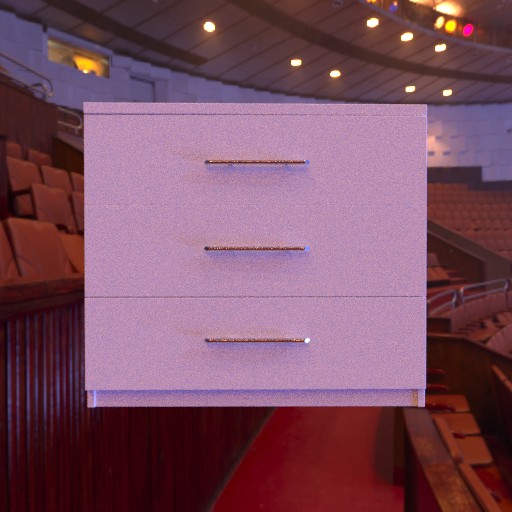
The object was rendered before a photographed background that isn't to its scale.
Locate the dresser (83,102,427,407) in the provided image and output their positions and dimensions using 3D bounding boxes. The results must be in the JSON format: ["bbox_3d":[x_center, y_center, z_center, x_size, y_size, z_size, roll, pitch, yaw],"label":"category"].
[{"bbox_3d":[0.000,0.000,1.262,0.830,0.740,0.420,0,1,0],"label":"dresser"}]
